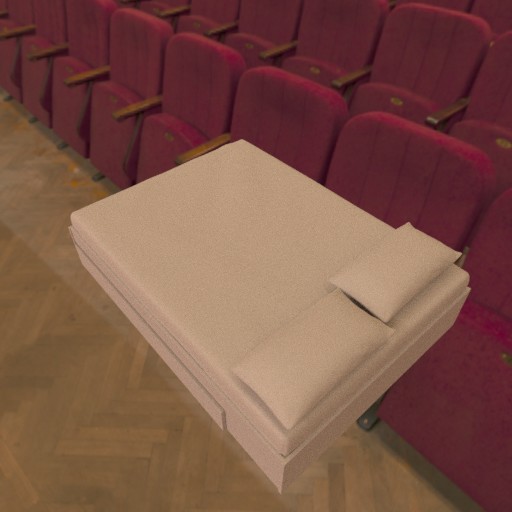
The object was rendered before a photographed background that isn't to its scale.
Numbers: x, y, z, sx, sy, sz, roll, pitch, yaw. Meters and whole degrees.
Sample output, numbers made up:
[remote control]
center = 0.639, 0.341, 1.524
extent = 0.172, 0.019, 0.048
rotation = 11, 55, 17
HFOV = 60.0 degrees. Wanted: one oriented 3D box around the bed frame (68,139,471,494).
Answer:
[bed frame]
center = 0.000, 0.000, 2.617
extent = 1.450, 0.629, 1.950
rotation = -31, 52, -28
